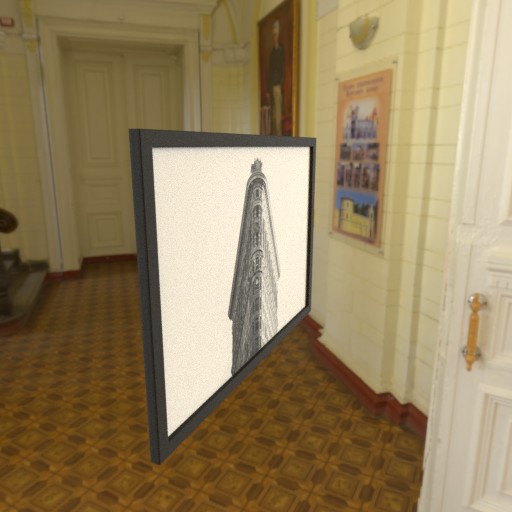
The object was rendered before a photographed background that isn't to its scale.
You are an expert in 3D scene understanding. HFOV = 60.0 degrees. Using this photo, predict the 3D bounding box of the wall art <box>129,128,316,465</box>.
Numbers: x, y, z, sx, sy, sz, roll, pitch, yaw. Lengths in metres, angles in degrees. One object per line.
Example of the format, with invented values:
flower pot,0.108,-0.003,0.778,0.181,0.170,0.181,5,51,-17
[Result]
wall art,0.000,0.000,1.251,0.049,0.659,0.964,7,16,26
